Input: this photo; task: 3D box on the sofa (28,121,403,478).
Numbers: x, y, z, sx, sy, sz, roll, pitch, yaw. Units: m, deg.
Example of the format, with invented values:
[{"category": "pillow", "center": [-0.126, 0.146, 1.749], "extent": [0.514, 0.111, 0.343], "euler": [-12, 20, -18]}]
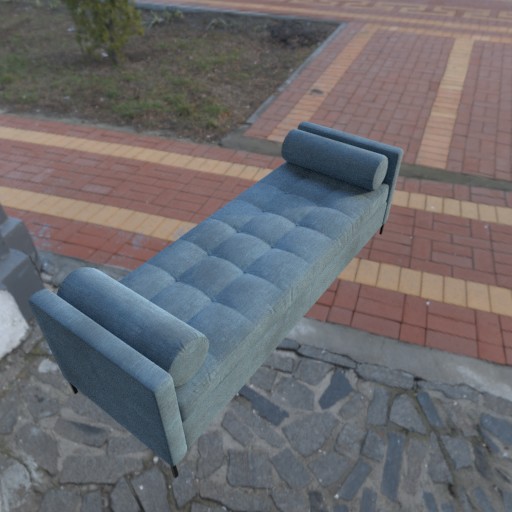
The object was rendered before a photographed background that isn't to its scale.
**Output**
[{"category": "sofa", "center": [0.000, 0.000, 2.297], "extent": [0.686, 0.635, 1.981], "euler": [25, 47, 27]}]
